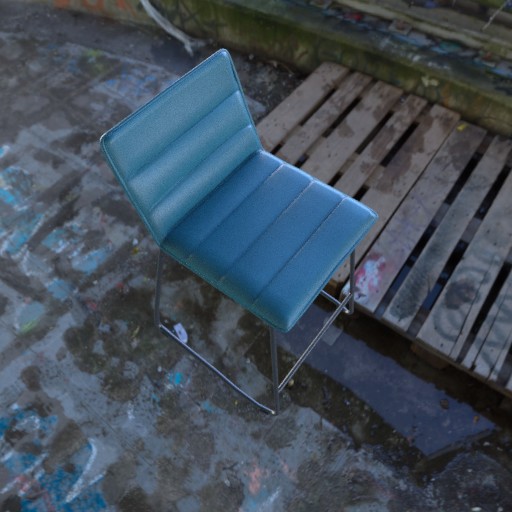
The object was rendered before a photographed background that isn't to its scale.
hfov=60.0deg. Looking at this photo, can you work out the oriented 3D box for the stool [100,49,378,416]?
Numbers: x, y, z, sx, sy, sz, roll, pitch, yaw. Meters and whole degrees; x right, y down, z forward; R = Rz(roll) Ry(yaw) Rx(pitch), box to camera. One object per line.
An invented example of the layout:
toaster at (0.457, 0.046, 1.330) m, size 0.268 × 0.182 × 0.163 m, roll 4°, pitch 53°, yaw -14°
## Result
stool at (0.000, 0.000, 1.219) m, size 0.524 × 0.866 × 0.489 m, roll 34°, pitch 64°, yaw 19°
